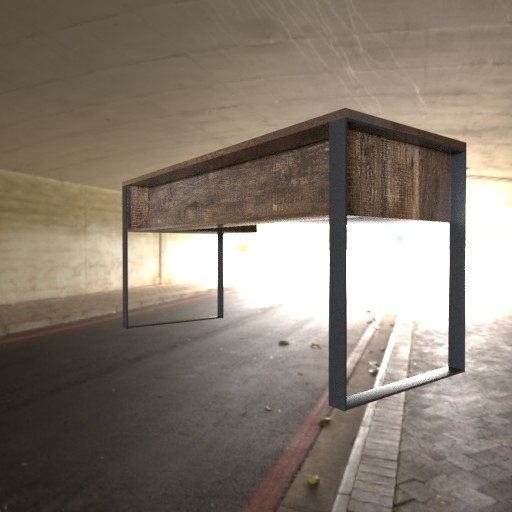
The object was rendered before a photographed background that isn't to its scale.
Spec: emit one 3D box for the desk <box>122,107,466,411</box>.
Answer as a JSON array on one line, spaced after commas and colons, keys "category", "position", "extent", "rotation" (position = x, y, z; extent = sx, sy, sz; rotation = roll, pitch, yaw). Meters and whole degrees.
[{"category": "desk", "position": [0.000, 0.000, 1.899], "extent": [0.599, 0.762, 1.524], "rotation": [-1, 1, -37]}]
